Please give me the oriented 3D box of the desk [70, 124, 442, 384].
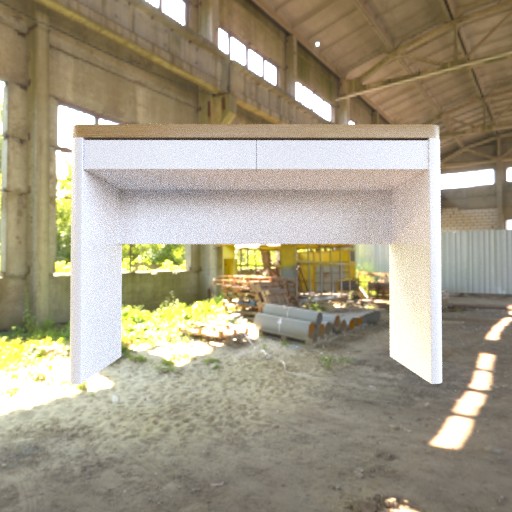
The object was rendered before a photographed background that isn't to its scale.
[{"bbox_3d":[0.000,0.000,1.478,1.100,0.760,0.390,0,-1,0],"label":"desk"}]
